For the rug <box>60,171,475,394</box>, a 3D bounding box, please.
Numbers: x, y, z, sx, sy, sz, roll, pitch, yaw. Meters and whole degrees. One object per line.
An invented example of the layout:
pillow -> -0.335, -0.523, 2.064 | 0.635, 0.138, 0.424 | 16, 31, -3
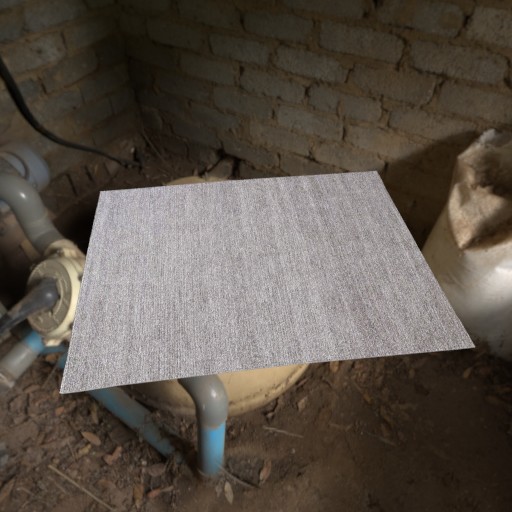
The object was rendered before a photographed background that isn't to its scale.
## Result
rug -> 0.000, 0.000, 4.212 | 3.202, 0.045, 2.434 | -5, 46, -5
